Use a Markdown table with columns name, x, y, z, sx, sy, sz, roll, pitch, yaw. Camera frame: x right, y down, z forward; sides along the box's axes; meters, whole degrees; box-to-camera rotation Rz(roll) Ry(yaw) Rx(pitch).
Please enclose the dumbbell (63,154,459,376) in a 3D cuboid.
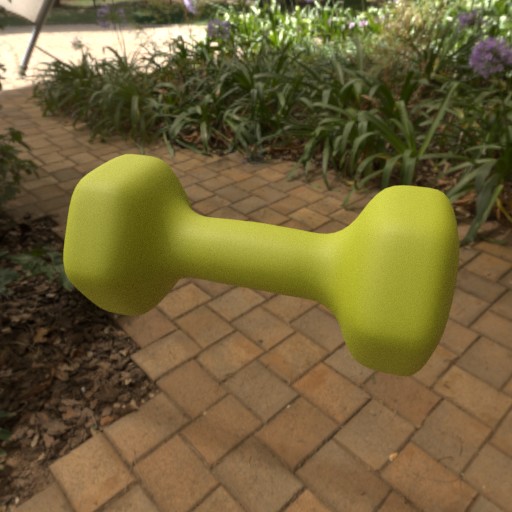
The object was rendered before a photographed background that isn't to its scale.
| name | x | y | z | sx | sy | sz | roll | pitch | yaw |
| --- | --- | --- | --- | --- | --- | --- | --- | --- | --- |
| dumbbell | 0.000 | 0.000 | 0.200 | 0.164 | 0.072 | 0.080 | 10 | 33 | 16 |
